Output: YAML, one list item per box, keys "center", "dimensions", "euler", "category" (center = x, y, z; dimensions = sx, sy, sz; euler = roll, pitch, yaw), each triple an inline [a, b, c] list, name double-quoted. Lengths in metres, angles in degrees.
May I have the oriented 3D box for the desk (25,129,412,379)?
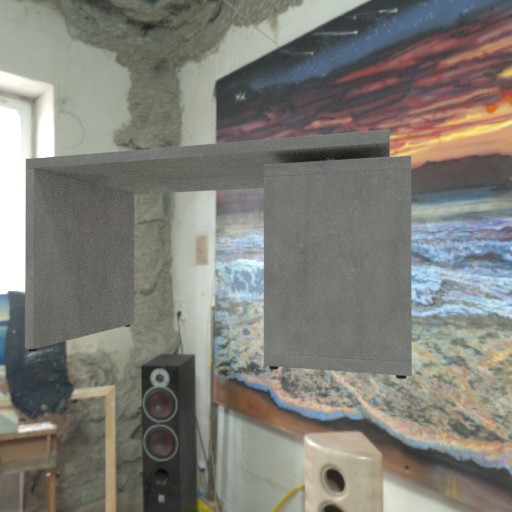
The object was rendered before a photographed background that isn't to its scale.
- center: [0.000, 0.000, 2.219]
  dimensions: [1.400, 0.740, 1.500]
  euler: [0, 0, 17]
  category: "desk"
